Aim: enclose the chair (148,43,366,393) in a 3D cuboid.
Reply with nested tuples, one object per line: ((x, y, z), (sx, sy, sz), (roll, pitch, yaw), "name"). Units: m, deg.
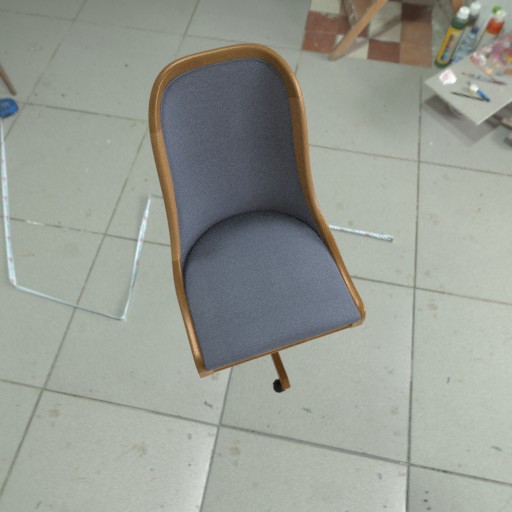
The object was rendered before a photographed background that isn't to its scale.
((0.000, 0.000, 1.461), (0.605, 1.031, 0.735), (-17, 64, -8), "chair")
